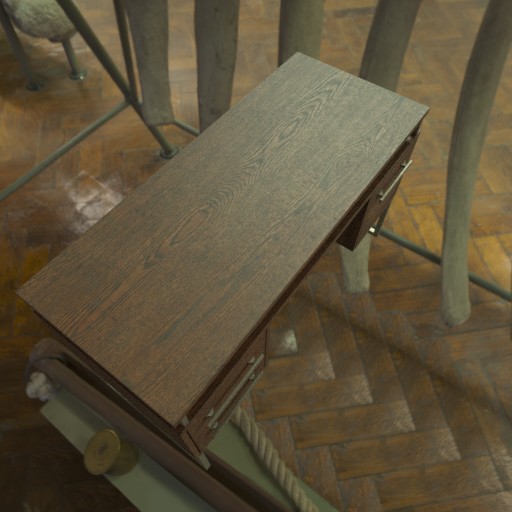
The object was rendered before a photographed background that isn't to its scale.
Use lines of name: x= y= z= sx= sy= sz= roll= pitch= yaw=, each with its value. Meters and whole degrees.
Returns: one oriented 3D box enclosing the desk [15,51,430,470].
desk: x=0.000 y=0.000 z=1.739 sx=0.610 sy=0.792 sz=1.384 roll=32 pitch=63 yaw=19
